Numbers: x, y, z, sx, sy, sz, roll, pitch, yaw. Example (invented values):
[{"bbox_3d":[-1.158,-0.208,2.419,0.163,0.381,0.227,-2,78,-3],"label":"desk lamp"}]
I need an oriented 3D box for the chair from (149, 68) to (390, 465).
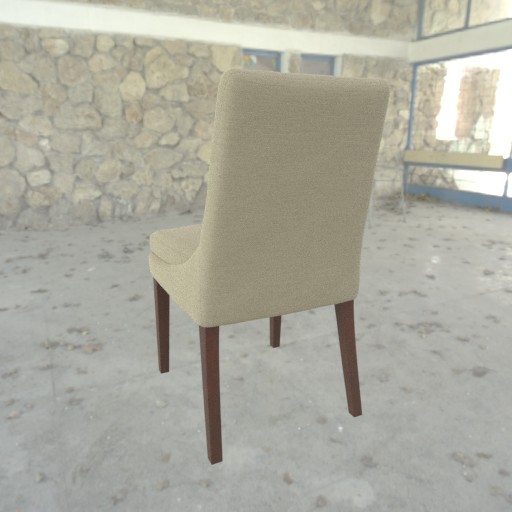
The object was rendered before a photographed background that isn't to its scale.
[{"bbox_3d":[0.000,0.000,1.309,0.515,0.940,0.638,-7,17,-25],"label":"chair"}]
